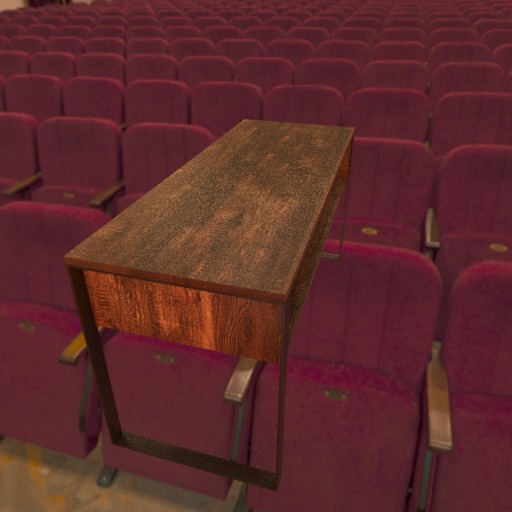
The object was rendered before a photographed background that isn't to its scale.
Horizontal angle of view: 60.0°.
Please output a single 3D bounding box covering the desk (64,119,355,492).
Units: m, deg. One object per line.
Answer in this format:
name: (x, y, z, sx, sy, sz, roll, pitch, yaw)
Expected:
desk: (0.000, 0.000, 1.903, 0.599, 0.762, 1.524, 9, 32, 14)
